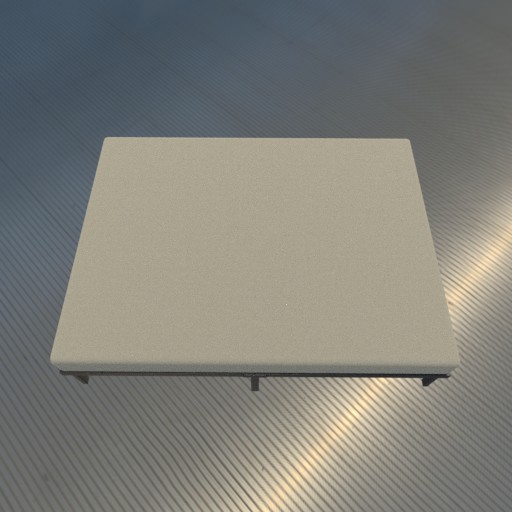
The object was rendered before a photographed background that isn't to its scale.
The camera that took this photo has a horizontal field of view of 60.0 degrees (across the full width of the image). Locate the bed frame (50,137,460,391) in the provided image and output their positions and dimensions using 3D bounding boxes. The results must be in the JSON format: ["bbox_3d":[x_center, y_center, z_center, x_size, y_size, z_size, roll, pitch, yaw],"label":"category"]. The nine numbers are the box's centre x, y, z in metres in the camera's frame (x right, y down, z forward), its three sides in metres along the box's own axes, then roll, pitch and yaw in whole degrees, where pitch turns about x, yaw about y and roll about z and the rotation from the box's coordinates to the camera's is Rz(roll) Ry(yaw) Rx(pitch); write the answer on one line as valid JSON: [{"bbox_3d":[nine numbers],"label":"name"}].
[{"bbox_3d":[0.000,0.000,3.566,2.635,0.680,1.990,0,60,0],"label":"bed frame"}]
